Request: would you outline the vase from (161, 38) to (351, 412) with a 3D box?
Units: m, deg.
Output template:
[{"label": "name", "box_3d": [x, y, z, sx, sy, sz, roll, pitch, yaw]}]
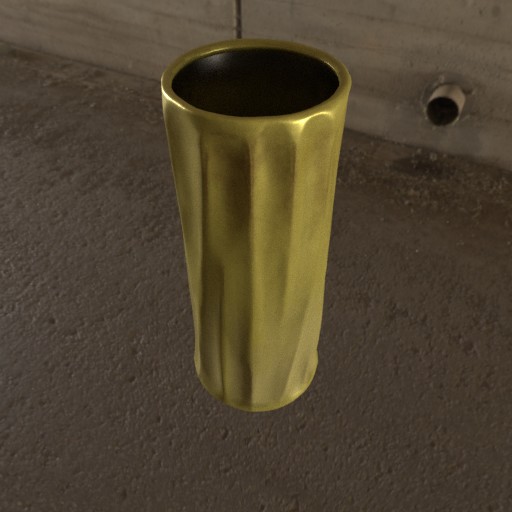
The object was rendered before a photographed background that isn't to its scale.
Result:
[{"label": "vase", "box_3d": [0.000, 0.000, 0.171, 0.061, 0.143, 0.061, 0, 46, 0]}]
